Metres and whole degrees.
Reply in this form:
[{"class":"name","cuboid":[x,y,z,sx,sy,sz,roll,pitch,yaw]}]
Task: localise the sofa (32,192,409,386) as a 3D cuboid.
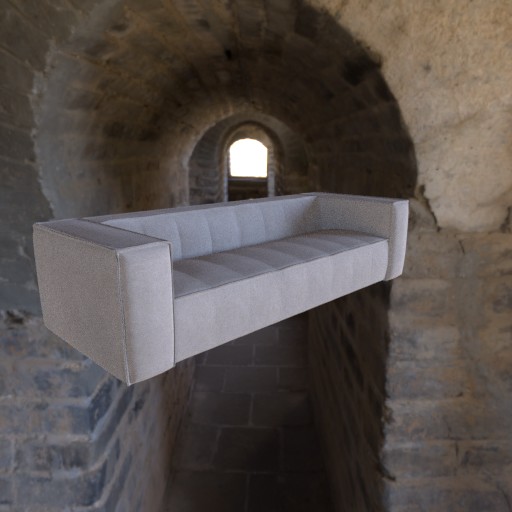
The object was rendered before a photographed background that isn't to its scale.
[{"class":"sofa","cuboid":[0.000,0.000,3.167,1.038,0.680,2.697,13,19,43]}]
